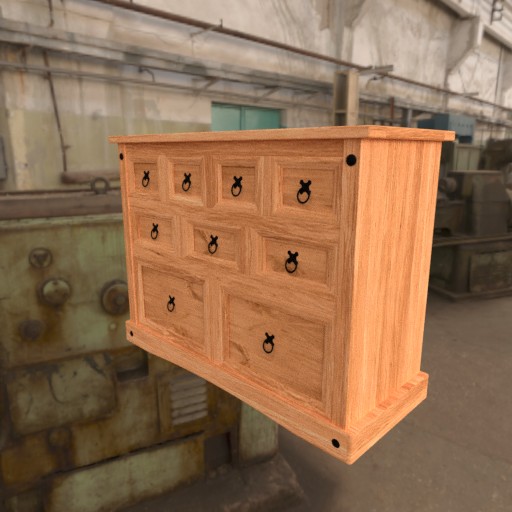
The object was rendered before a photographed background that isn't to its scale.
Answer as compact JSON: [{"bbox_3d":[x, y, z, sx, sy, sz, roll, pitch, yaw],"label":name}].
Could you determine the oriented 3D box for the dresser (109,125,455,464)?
[{"bbox_3d":[0.000,0.000,1.384,0.990,0.740,0.410,13,19,43],"label":"dresser"}]
